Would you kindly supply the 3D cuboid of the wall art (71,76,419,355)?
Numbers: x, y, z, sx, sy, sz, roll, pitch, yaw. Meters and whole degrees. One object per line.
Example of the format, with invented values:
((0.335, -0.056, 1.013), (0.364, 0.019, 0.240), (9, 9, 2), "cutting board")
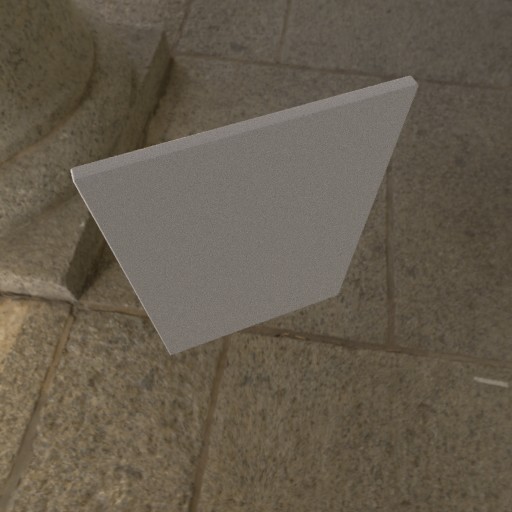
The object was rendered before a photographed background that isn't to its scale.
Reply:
((0.000, 0.000, 1.026), (0.556, 0.813, 0.026), (-18, 62, -10), "wall art")
